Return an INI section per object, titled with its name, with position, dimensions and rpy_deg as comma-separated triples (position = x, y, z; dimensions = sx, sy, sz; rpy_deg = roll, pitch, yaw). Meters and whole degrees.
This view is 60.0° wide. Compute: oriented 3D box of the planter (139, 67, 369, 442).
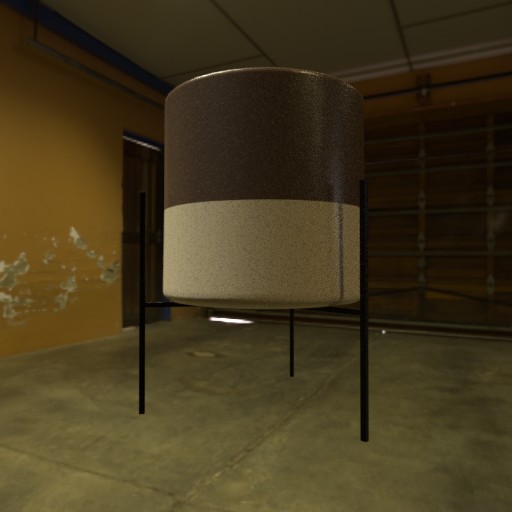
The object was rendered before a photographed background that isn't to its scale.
[planter]
position = 0.000, 0.000, 0.515
dimensions = 0.260, 0.353, 0.250
rpy_deg = 0, -1, -19
